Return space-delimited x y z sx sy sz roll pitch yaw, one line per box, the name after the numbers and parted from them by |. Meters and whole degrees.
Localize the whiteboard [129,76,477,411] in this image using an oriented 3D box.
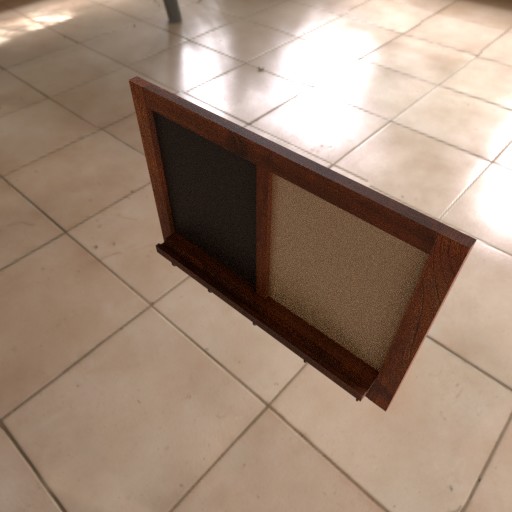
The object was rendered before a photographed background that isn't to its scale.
0.000 0.000 0.989 0.768 0.553 0.083 33 55 26 | whiteboard
